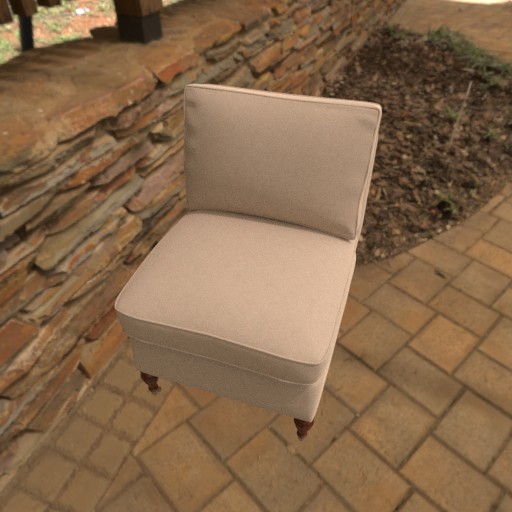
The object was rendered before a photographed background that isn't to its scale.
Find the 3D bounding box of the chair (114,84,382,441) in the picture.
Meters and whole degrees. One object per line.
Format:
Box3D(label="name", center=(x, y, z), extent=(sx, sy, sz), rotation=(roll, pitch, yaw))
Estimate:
Box3D(label="chair", center=(0.000, 0.000, 1.677), extent=(0.724, 1.052, 0.912), rotation=(12, 42, 14))
